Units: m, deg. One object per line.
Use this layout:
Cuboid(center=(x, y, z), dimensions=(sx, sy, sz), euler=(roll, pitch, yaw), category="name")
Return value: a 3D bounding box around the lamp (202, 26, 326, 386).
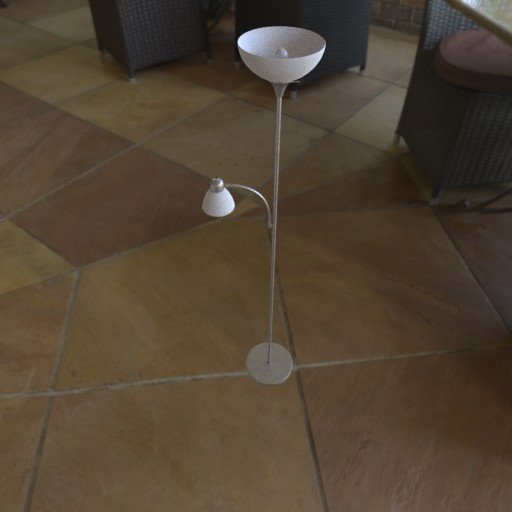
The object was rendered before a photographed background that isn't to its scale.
Cuboid(center=(0.000, 0.000, 1.965), dimensions=(0.425, 1.804, 0.279), euler=(-3, 45, -3), category="lamp")
